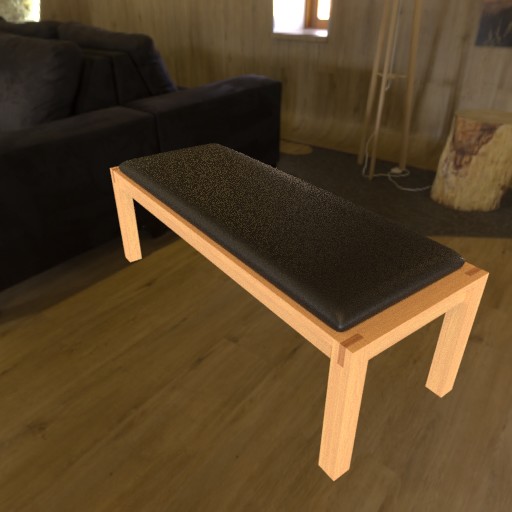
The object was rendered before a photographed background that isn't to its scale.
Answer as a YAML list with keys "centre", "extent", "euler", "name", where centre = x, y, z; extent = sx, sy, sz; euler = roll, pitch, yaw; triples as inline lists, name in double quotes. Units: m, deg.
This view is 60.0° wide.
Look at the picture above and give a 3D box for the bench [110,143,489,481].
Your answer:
- centre: [0.000, 0.000, 1.406]
  extent: [0.450, 0.430, 1.202]
  euler: [-20, 36, -30]
  name: "bench"
